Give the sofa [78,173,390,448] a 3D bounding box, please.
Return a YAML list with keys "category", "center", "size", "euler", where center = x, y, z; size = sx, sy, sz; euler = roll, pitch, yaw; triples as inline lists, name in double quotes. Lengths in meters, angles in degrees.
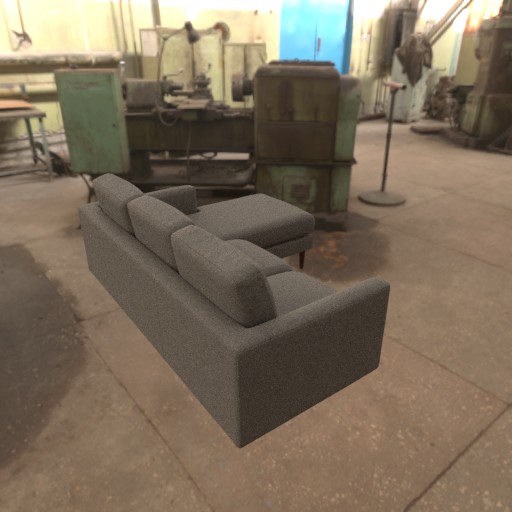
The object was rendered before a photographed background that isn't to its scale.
- category: "sofa"
  center: [0.000, 0.000, 2.938]
  size: [1.667, 0.957, 2.055]
  euler: [-17, 31, -32]
